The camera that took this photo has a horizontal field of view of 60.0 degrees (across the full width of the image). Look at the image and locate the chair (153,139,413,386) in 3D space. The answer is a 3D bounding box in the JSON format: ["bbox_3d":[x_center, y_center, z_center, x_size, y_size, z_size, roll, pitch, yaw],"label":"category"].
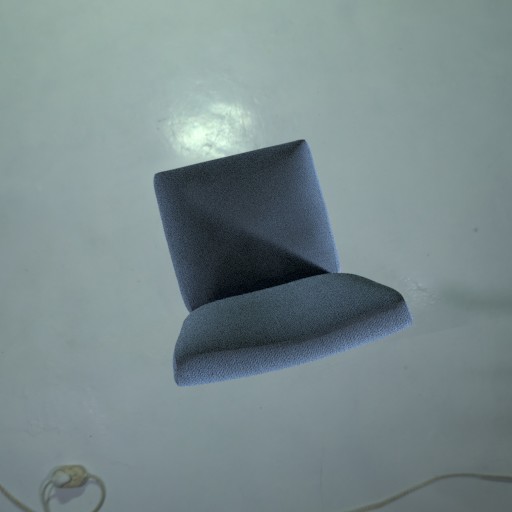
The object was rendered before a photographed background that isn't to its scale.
[{"bbox_3d":[0.000,0.000,1.257,0.487,0.882,0.629,-14,76,-4],"label":"chair"}]
